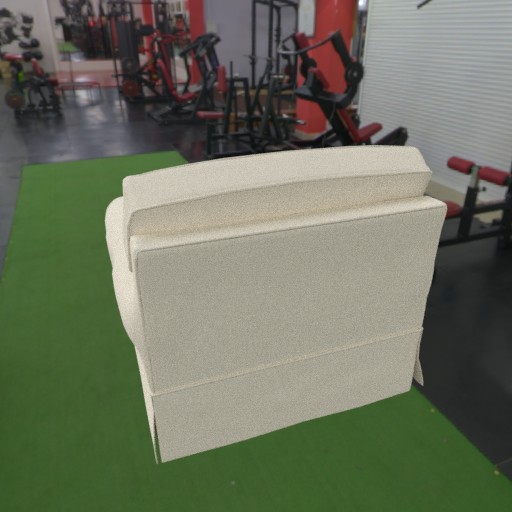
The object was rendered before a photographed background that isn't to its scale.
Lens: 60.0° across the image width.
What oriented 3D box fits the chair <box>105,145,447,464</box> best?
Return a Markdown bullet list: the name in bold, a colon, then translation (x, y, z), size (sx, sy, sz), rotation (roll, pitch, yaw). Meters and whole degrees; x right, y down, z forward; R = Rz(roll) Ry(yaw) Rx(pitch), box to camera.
- **chair**: translation (0.000, 0.000, 1.761), size (1.099, 0.958, 0.904), rotation (-9, 28, -18)
